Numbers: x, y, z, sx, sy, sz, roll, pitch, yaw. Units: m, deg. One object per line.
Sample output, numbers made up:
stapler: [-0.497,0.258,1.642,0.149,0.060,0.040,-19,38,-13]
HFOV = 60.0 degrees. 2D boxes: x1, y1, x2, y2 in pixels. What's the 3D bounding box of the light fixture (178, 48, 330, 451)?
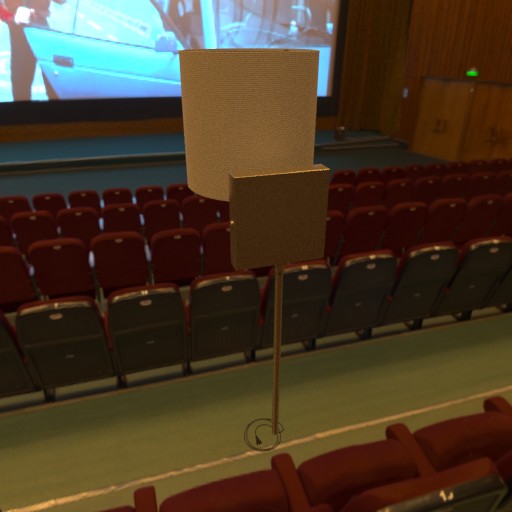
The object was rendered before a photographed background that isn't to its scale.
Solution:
light fixture: [0.000,0.000,0.700,0.188,0.589,0.248,-8,28,-16]
